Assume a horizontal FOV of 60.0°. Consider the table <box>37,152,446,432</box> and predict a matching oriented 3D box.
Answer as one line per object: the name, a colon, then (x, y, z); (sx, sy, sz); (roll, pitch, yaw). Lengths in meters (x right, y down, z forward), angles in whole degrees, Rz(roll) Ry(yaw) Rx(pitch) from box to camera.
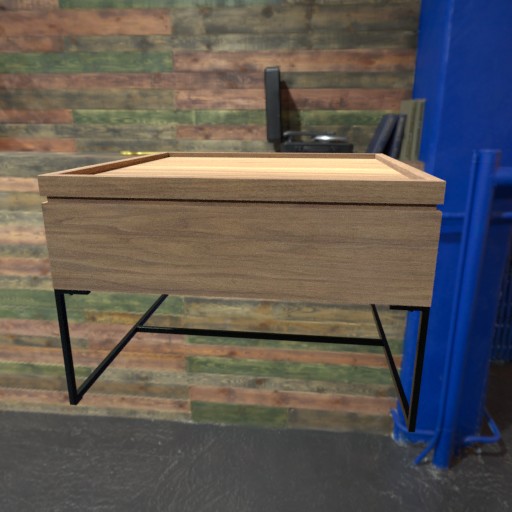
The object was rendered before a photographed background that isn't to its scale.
table: (0.000, 0.000, 1.110); (0.679, 0.464, 0.676); (2, 17, 7)
